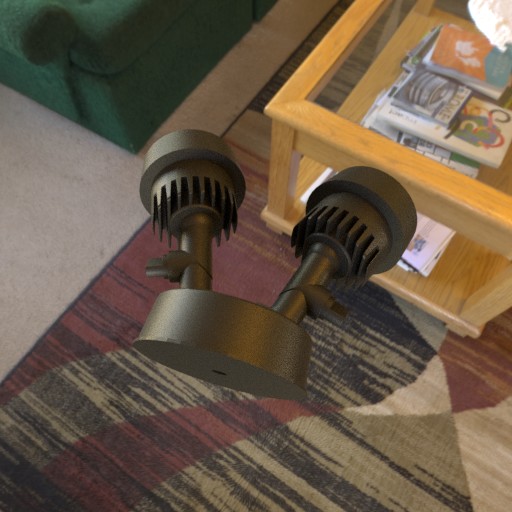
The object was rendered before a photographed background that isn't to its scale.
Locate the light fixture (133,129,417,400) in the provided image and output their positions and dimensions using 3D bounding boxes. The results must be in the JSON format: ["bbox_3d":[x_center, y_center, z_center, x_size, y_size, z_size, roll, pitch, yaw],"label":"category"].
[{"bbox_3d":[0.000,0.000,0.309,0.213,0.120,0.168,14,65,7],"label":"light fixture"}]
